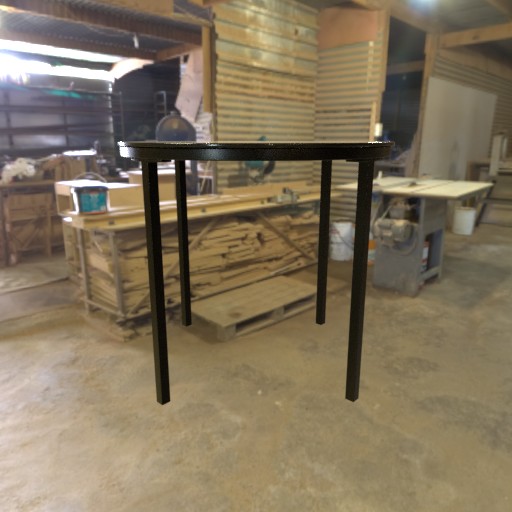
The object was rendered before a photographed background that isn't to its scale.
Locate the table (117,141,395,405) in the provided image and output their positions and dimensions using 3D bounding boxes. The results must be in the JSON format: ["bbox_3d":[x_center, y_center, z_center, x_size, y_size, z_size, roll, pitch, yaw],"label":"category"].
[{"bbox_3d":[0.000,0.000,0.888,0.499,0.443,0.499,0,15,0],"label":"table"}]
